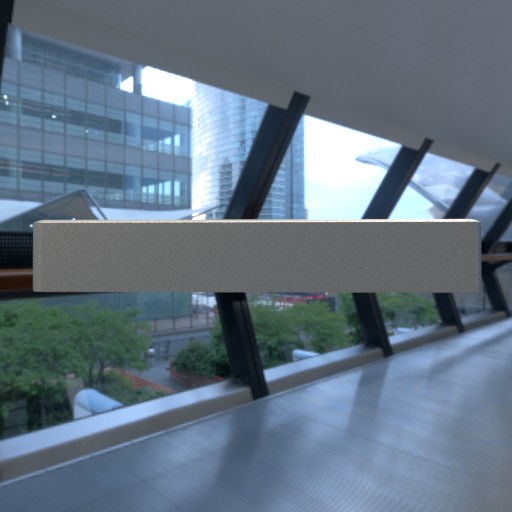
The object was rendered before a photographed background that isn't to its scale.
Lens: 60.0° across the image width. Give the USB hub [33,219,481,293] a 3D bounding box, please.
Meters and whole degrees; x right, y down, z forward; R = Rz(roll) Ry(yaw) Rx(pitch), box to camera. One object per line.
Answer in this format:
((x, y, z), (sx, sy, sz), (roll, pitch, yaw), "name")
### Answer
((0.000, 0.000, 0.162), (0.145, 0.023, 0.044), (0, 0, 1), "USB hub")
